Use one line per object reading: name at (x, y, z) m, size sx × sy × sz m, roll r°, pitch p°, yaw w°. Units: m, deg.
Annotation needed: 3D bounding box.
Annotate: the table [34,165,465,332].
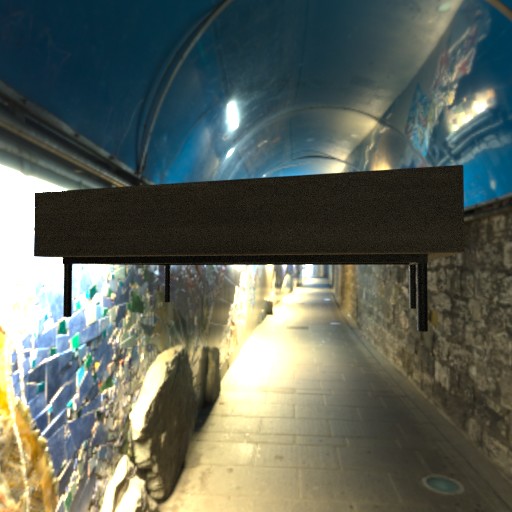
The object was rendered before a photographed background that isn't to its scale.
table at (0.000, 0.000, 1.367) m, size 1.088 × 0.347 × 0.643 m, roll -1°, pitch -2°, yaw 17°
